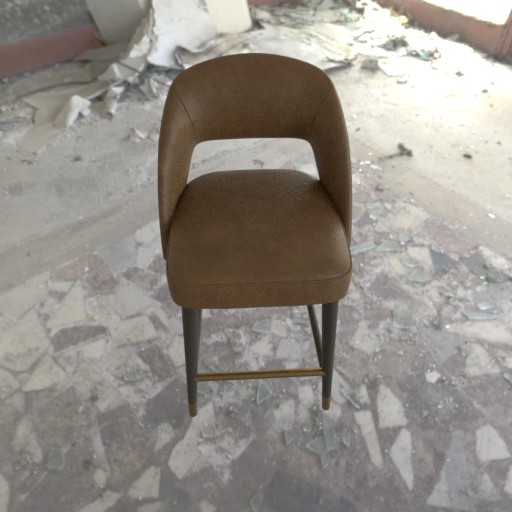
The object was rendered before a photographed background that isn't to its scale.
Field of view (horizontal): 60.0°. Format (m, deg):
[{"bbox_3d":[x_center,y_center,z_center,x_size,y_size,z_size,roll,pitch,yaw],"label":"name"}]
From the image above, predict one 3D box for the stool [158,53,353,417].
[{"bbox_3d":[0.000,0.000,1.263,0.494,0.940,0.509,-2,46,-2],"label":"stool"}]
